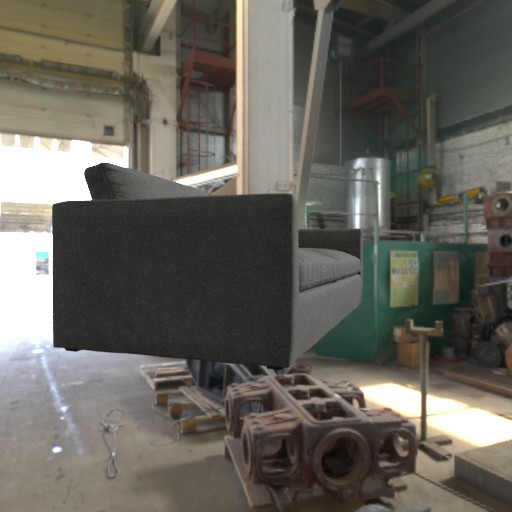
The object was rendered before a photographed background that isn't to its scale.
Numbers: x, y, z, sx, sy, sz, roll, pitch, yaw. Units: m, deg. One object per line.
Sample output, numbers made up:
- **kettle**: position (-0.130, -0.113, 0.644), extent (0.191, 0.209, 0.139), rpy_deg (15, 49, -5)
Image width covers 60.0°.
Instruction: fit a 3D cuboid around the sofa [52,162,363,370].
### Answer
- **sofa**: position (0.000, 0.000, 2.772), extent (1.092, 0.838, 2.257), rpy_deg (0, 0, 20)
